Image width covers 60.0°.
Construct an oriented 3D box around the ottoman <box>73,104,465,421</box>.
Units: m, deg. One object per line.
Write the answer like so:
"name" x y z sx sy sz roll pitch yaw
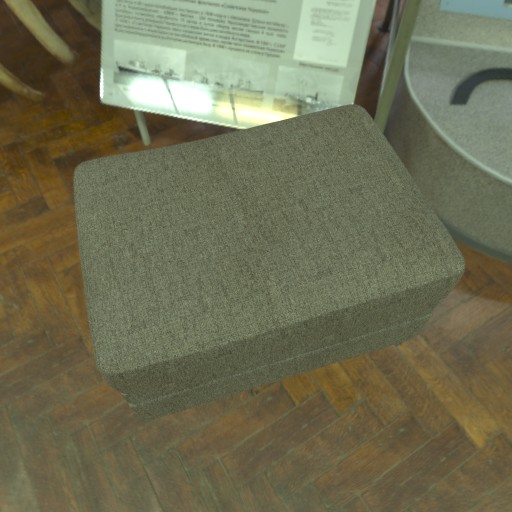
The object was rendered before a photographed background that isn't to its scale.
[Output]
"ottoman" 0.000 0.000 1.270 0.885 0.478 0.637 -15 59 -9
